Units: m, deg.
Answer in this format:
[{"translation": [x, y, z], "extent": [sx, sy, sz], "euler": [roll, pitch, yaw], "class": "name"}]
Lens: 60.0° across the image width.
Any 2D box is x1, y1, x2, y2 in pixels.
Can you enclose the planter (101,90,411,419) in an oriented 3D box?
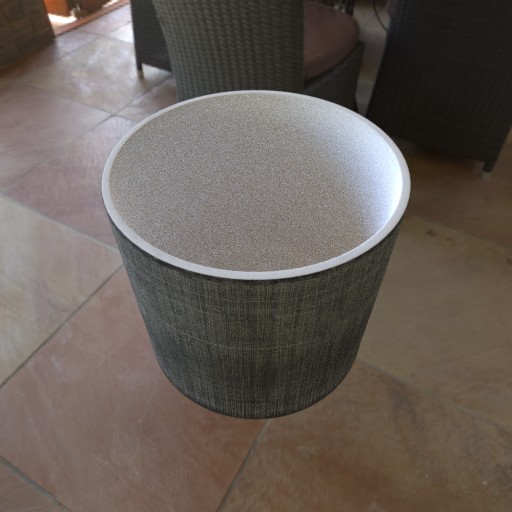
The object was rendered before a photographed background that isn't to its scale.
[{"translation": [0.000, 0.000, 0.398], "extent": [0.221, 0.201, 0.221], "euler": [0, 48, 0], "class": "planter"}]
